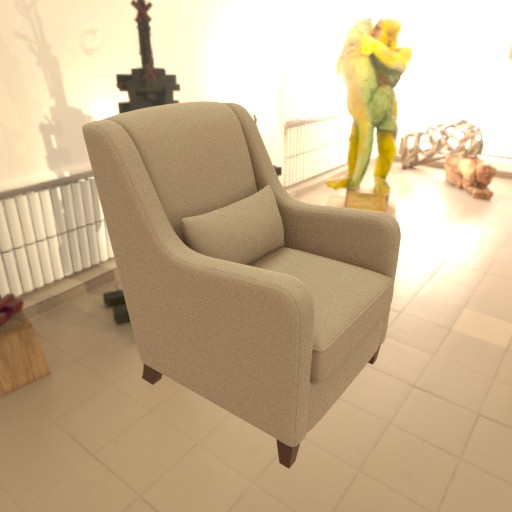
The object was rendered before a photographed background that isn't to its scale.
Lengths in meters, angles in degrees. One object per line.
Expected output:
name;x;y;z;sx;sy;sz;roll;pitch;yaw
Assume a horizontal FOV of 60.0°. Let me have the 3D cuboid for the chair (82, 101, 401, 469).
chair;0.000;0.000;1.639;0.896;1.017;0.715;18;31;33
